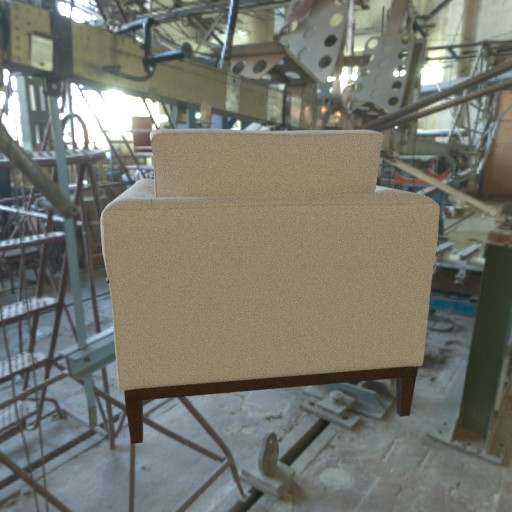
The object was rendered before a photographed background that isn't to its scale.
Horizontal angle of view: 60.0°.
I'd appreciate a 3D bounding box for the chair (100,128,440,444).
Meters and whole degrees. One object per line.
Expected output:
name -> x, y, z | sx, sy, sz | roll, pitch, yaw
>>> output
chair -> 0.000, 0.000, 1.690 | 0.982, 0.915, 0.896 | -2, 14, -9
